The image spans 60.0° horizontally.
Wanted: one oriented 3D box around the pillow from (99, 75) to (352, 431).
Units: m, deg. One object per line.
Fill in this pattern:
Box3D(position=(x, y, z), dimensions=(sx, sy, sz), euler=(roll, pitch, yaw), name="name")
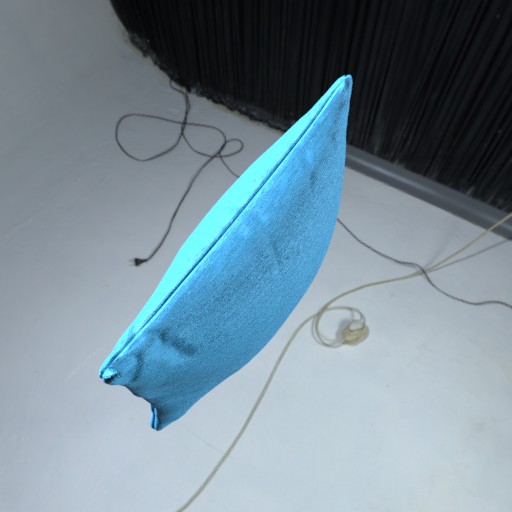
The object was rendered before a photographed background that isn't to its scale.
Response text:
Box3D(position=(0.000, 0.000, 0.776), dimensions=(0.210, 0.338, 0.633), euler=(29, 63, 16), name="pillow")
